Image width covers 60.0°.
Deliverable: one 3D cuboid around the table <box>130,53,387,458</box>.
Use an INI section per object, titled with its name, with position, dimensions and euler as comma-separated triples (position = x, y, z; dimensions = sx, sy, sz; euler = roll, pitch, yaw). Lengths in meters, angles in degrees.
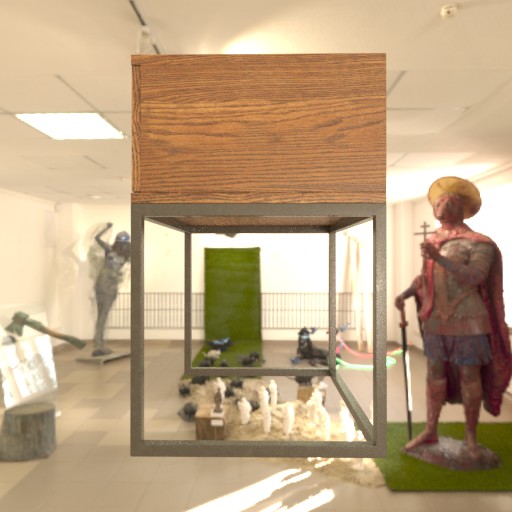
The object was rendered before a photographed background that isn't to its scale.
[table]
position = 0.000, 0.000, 0.909
dimensions = 0.400, 0.610, 0.482
euler = 0, 0, 1
